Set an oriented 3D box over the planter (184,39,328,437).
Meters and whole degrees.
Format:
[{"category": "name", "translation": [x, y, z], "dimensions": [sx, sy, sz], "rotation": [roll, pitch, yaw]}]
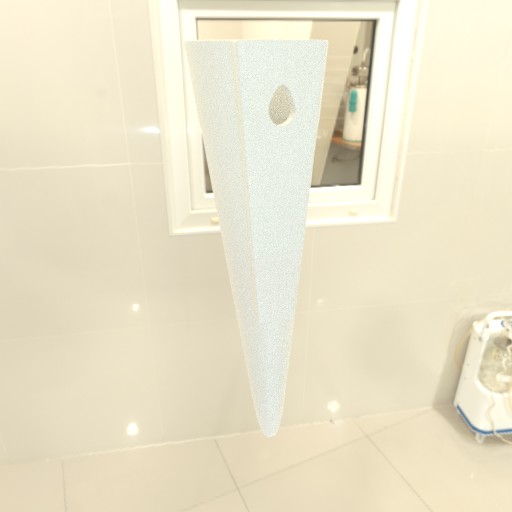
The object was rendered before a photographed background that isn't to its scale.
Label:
[{"category": "planter", "translation": [0.000, 0.000, 0.221], "dimensions": [0.057, 0.193, 0.064], "rotation": [-8, 27, -16]}]
